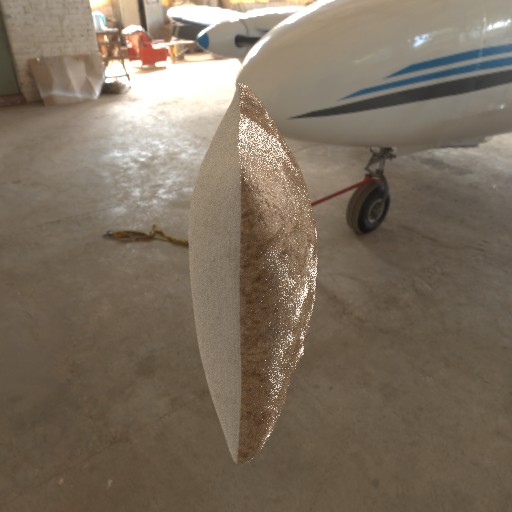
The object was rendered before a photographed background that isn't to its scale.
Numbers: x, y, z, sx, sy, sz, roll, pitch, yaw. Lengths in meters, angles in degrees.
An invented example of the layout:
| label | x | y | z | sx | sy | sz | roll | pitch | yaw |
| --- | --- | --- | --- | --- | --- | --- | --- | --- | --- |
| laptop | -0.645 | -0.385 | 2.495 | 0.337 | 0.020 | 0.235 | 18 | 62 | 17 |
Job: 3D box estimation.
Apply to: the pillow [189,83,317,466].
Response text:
| label | x | y | z | sx | sy | sz | roll | pitch | yaw |
| --- | --- | --- | --- | --- | --- | --- | --- | --- | --- |
| pillow | 0.000 | 0.000 | 0.827 | 0.216 | 0.525 | 0.538 | 0 | 32 | -1 |
